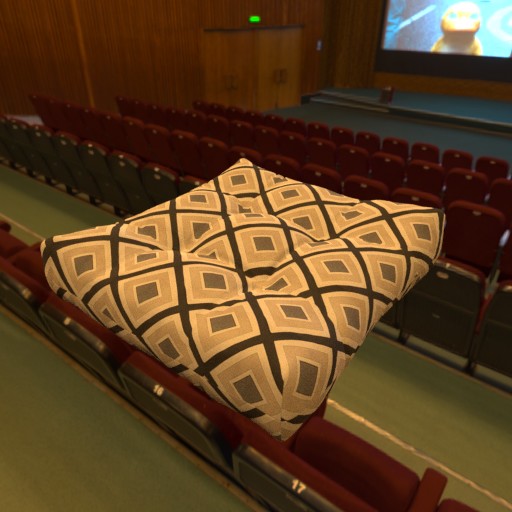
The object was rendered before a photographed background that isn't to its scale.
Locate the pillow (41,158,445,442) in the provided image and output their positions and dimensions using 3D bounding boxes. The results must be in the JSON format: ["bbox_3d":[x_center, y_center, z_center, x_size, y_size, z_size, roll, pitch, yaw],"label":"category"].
[{"bbox_3d":[0.000,0.000,0.723,0.468,0.128,0.490,22,38,31],"label":"pillow"}]
